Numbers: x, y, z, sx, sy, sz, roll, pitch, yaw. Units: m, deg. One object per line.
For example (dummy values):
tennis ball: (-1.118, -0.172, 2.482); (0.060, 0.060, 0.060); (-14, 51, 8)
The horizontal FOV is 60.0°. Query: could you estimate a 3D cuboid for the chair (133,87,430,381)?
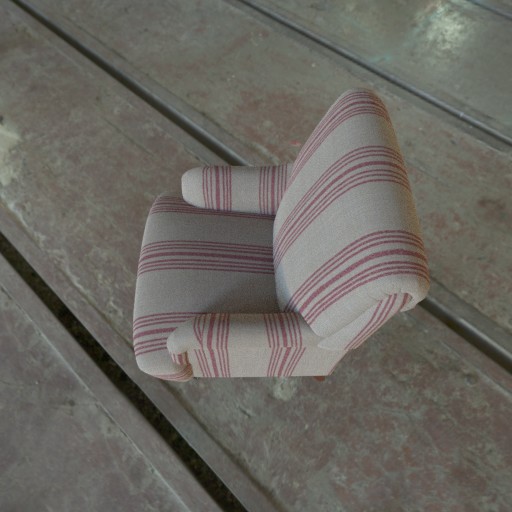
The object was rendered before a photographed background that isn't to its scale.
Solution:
chair: (0.000, 0.000, 1.913); (1.058, 1.123, 0.933); (-1, 58, -1)
